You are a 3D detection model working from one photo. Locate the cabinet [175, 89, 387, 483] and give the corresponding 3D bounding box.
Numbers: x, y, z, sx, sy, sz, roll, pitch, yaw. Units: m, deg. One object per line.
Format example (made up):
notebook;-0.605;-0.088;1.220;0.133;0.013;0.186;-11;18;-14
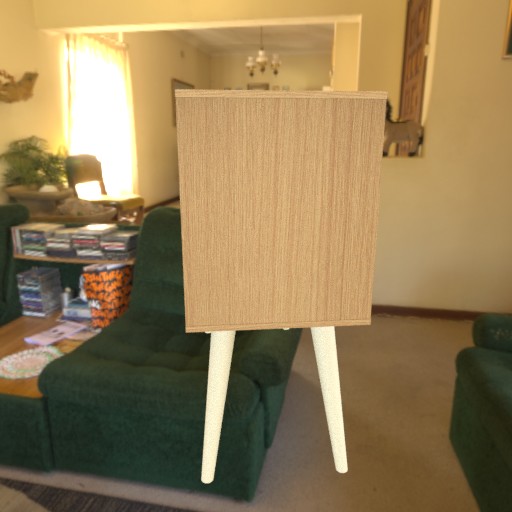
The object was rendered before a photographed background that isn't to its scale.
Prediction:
cabinet;0.000;0.000;1.584;0.470;1.016;1.057;-2;15;-6
